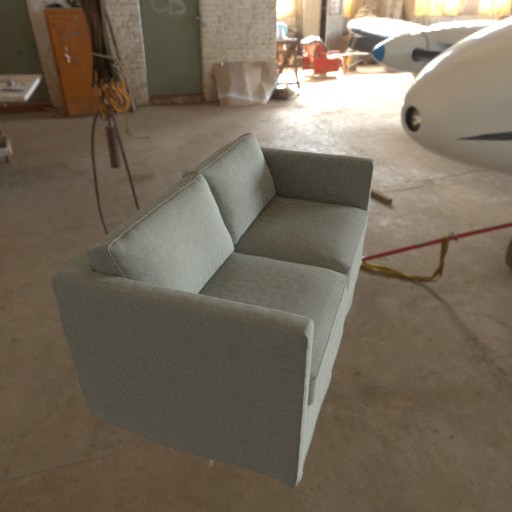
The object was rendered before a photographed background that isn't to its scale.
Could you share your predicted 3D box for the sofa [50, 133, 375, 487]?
[{"bbox_3d":[0.000,0.000,2.224,0.944,0.830,1.727,10,32,17],"label":"sofa"}]
